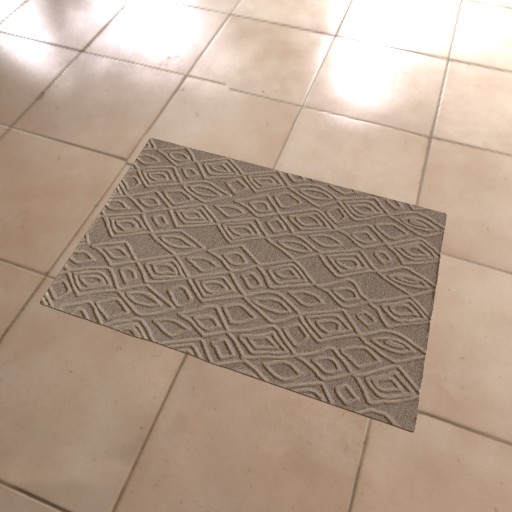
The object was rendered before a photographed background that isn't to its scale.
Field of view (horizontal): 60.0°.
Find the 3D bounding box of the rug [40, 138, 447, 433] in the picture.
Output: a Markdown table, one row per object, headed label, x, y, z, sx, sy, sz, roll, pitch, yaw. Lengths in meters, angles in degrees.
| label | x | y | z | sx | sy | sz | roll | pitch | yaw |
| --- | --- | --- | --- | --- | --- | --- | --- | --- | --- |
| rug | 0.000 | 0.000 | 2.318 | 1.832 | 0.016 | 1.224 | 16 | 59 | 10 |
